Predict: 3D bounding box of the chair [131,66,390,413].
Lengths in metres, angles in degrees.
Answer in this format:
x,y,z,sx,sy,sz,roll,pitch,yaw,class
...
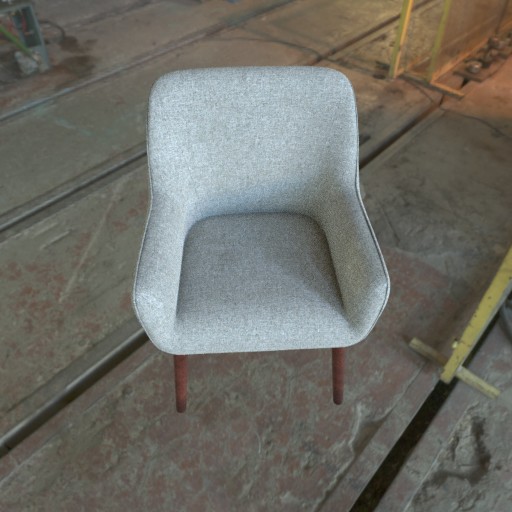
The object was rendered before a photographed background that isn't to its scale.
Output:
x,y,z,sx,sy,sz,roll,pitch,yaw,class
0.000,0.000,1.180,0.543,0.803,0.519,-2,48,-2,chair
